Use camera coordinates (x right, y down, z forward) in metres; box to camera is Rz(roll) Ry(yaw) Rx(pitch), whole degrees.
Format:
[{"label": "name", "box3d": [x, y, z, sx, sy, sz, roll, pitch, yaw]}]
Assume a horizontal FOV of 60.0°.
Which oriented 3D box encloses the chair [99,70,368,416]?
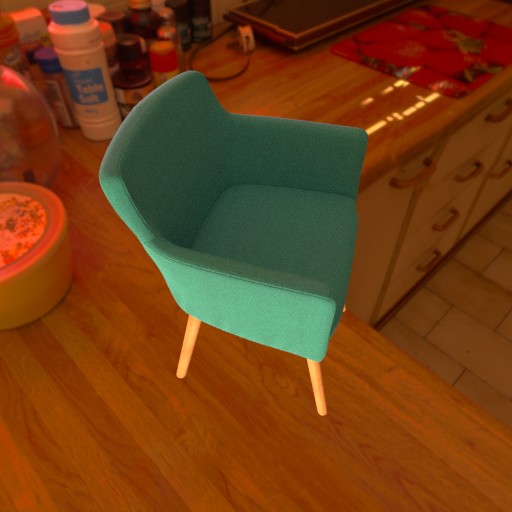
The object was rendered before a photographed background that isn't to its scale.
[{"label": "chair", "box3d": [0.000, 0.000, 1.164, 0.540, 0.780, 0.570, 12, 49, 10]}]
